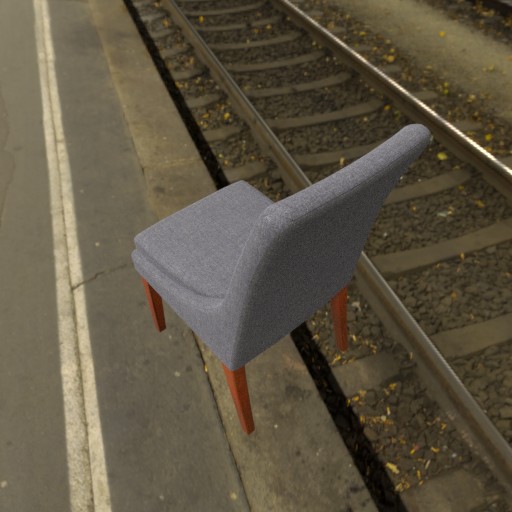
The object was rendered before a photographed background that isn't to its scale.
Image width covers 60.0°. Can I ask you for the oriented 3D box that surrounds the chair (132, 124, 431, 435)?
[{"bbox_3d":[0.000,0.000,1.316,0.508,0.952,0.655,-33,54,-27],"label":"chair"}]
